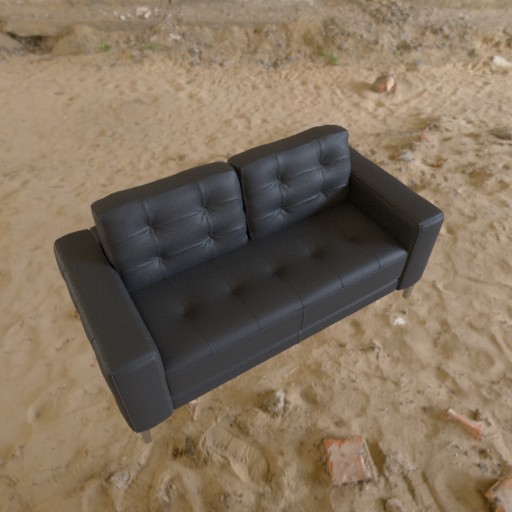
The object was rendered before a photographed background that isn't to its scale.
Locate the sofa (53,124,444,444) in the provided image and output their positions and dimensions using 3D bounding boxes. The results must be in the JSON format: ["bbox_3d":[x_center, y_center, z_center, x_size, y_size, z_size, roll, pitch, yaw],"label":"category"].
[{"bbox_3d":[0.000,0.000,2.222,1.726,0.893,0.833,-24,50,-22],"label":"sofa"}]
